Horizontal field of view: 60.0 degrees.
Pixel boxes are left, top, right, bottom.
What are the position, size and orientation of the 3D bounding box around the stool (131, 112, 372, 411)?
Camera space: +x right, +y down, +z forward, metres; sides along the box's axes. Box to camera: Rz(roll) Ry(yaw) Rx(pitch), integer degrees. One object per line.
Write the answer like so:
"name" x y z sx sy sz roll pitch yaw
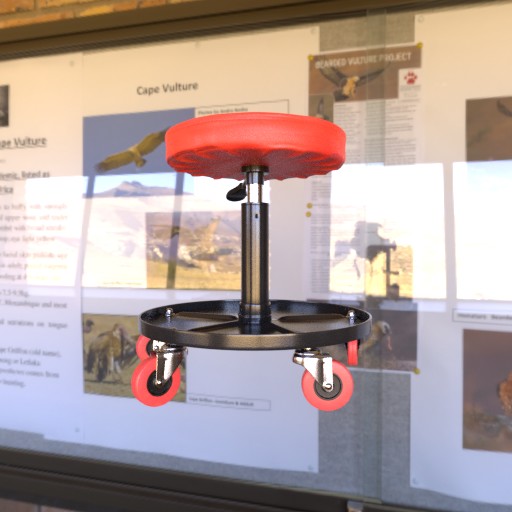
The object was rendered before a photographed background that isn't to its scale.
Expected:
"stool" 0.000 0.000 0.688 0.381 0.365 0.382 0 1 -17
